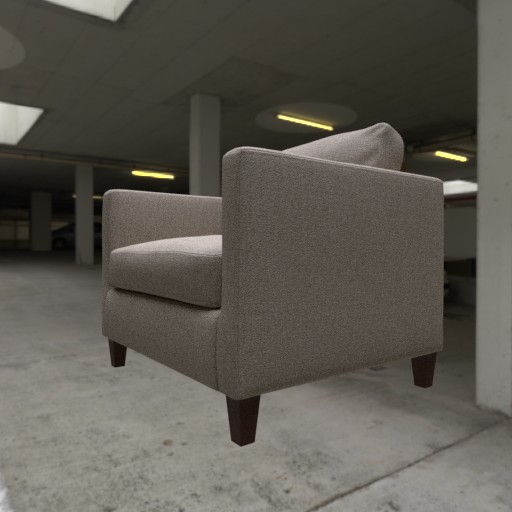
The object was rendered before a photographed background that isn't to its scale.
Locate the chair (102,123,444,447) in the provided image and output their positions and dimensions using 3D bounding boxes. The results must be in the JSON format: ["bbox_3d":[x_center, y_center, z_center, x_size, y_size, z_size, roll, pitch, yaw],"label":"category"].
[{"bbox_3d":[0.000,0.000,1.783,0.959,0.961,1.107,-1,1,-36],"label":"chair"}]
